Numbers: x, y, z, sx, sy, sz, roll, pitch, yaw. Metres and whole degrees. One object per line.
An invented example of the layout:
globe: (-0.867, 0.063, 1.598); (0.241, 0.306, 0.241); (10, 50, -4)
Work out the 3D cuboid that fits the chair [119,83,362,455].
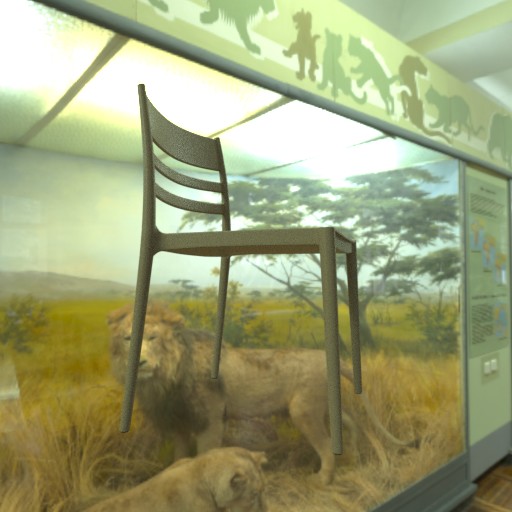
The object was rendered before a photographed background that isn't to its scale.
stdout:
chair: (0.000, 0.000, 1.180); (0.511, 0.800, 0.531); (0, -2, 18)
